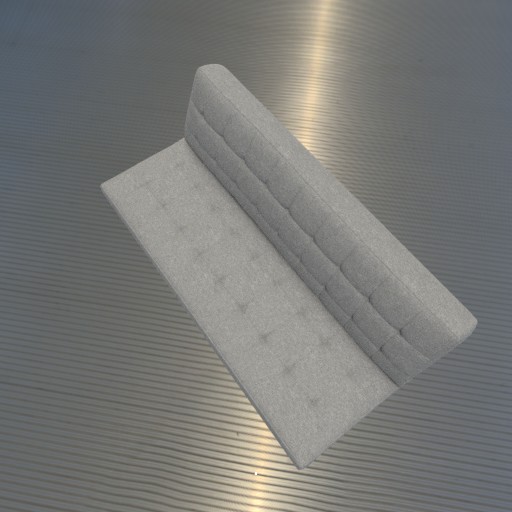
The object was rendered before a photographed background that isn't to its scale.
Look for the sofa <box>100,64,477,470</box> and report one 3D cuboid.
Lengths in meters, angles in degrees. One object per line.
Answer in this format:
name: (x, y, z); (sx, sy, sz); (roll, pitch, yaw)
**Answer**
sofa: (0.000, 0.000, 2.223); (0.860, 0.810, 1.800); (-34, 68, -15)
